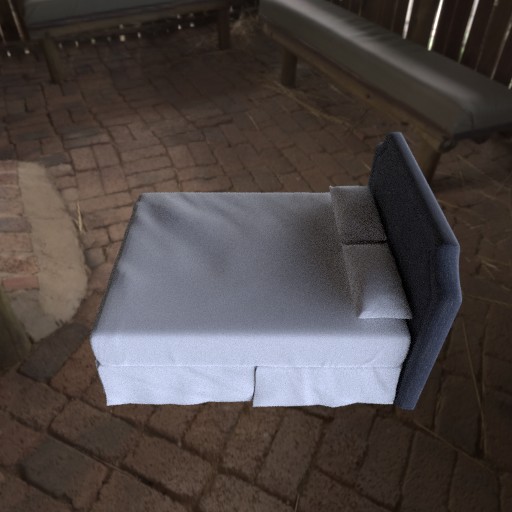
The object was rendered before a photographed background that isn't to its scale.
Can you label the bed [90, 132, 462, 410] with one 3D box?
[{"bbox_3d":[0.000,0.000,3.154,2.116,1.290,1.693,0,42,0],"label":"bed"}]
